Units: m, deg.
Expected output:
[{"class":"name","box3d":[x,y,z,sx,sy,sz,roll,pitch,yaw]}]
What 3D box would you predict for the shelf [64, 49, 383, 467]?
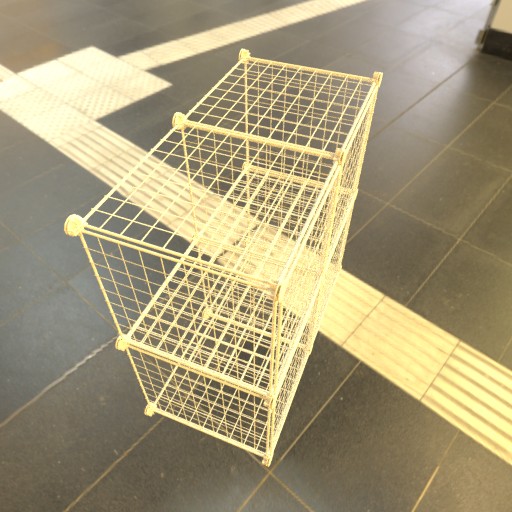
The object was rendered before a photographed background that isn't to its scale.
[{"class":"shelf","box3d":[0.000,0.000,1.119,0.356,0.711,0.711,17,49,15]}]
